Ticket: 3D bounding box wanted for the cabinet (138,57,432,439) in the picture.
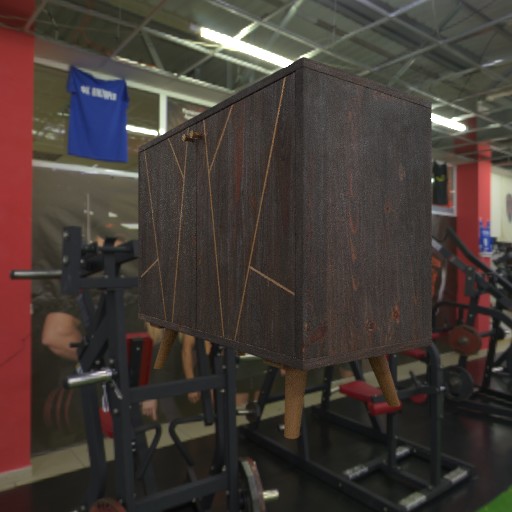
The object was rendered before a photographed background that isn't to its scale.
[{"bbox_3d":[0.000,0.000,1.549,0.529,0.897,1.023,0,0,-35],"label":"cabinet"}]
